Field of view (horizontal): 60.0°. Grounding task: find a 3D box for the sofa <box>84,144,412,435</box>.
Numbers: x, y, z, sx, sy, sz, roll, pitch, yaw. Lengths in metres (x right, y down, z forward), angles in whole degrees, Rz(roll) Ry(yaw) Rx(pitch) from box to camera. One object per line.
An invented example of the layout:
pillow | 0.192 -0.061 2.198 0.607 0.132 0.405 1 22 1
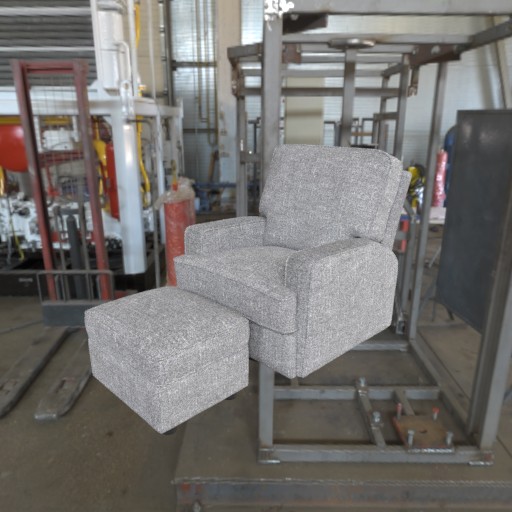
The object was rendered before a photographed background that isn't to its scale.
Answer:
sofa | 0.000 0.000 2.070 1.472 0.959 0.861 -16 23 -42
